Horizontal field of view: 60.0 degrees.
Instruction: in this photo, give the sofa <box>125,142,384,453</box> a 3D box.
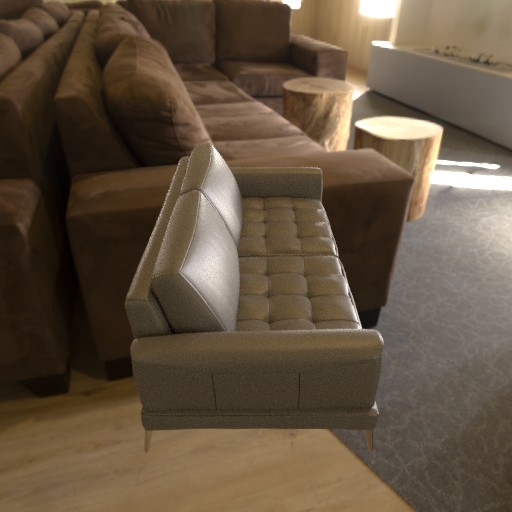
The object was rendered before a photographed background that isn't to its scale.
[{"bbox_3d":[0.000,0.000,2.781,1.121,0.930,2.177,0,32,0],"label":"sofa"}]
